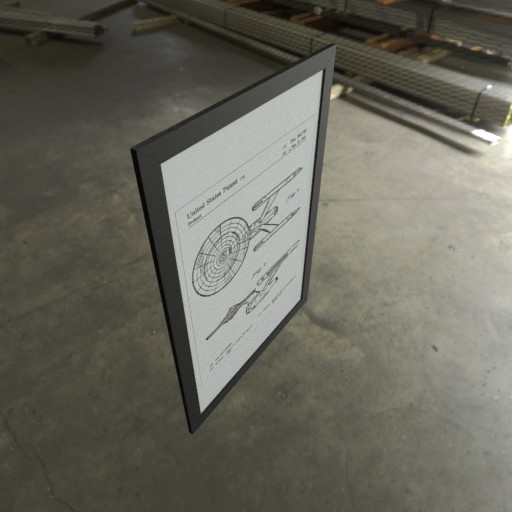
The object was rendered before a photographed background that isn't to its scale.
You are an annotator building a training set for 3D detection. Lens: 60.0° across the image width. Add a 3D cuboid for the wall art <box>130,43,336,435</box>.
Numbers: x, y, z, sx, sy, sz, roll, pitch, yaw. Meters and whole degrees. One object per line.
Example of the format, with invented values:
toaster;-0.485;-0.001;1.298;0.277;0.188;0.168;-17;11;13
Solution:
wall art;0.000;0.000;0.688;0.008;0.530;0.379;25;48;26
